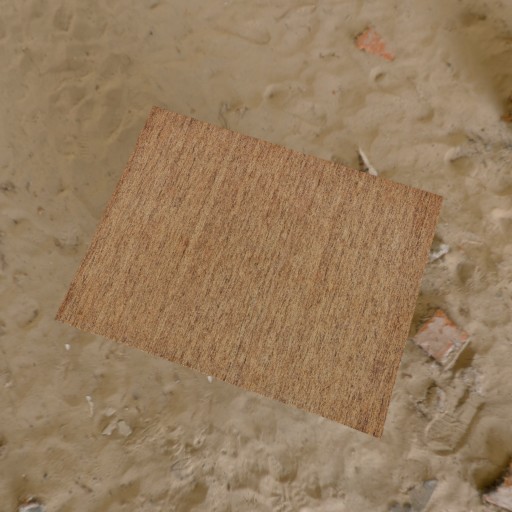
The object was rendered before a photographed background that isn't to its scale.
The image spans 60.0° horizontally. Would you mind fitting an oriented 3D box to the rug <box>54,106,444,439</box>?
[{"bbox_3d":[0.000,0.000,4.357,3.200,0.012,2.438,19,76,5],"label":"rug"}]
